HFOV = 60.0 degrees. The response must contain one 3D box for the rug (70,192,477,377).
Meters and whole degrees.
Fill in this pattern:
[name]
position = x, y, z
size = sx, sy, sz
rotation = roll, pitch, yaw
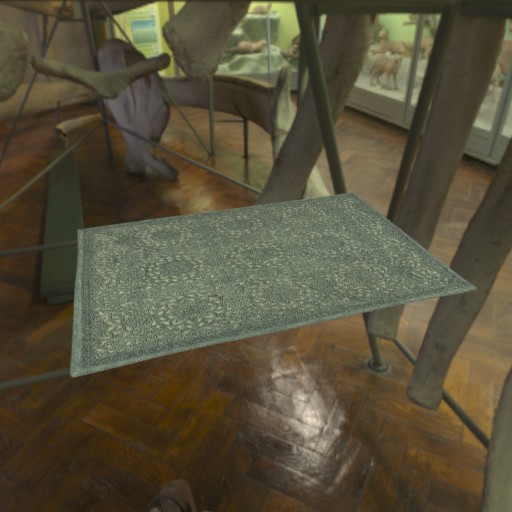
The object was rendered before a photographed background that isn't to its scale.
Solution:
[rug]
position = 0.000, 0.000, 2.363
size = 1.830, 0.016, 1.224
rotation = -9, 32, -15
